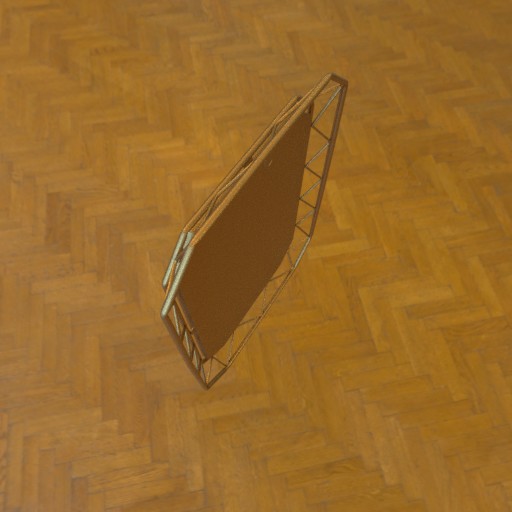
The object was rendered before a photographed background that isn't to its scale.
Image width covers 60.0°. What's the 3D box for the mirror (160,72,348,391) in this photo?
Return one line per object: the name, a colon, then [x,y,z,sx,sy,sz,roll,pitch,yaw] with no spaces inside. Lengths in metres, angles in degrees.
mirror: [0.000,0.000,0.735,0.042,0.566,0.417,30,67,14]
